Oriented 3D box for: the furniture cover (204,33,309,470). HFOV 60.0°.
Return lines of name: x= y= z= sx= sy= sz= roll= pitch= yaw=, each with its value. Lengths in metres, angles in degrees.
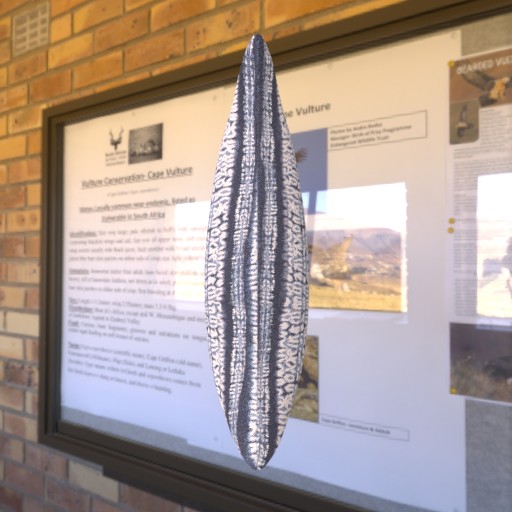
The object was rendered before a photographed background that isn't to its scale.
furniture cover: x=0.000 y=0.000 z=0.647 sx=0.133 sy=0.435 sz=0.425 roll=0 pitch=-1 yaw=0
